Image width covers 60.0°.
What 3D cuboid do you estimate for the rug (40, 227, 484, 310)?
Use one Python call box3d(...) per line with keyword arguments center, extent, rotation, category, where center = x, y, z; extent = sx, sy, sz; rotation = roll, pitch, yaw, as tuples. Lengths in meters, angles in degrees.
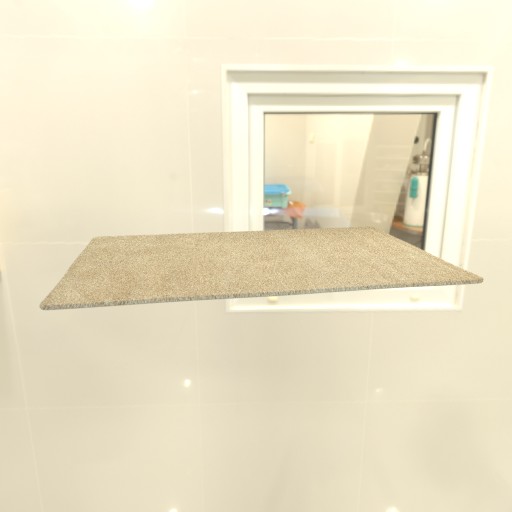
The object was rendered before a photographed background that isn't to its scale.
box3d(center=(0.000, 0.000, 2.995), extent=(2.349, 0.025, 1.500), rotation=(-3, 16, -10), category="rug")
